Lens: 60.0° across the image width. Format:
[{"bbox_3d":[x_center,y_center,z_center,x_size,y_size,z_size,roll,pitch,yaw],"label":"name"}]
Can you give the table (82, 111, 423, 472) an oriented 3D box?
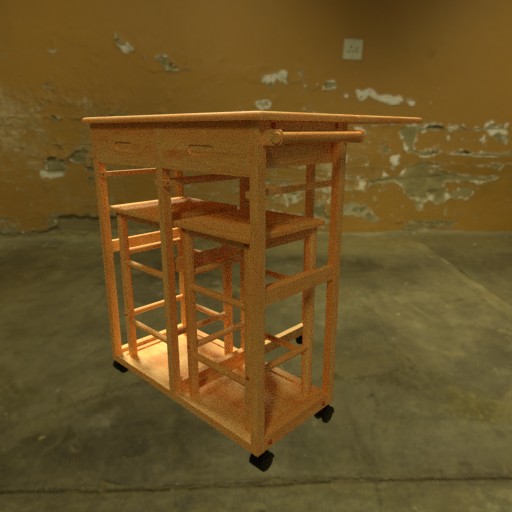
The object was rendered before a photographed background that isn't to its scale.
[{"bbox_3d":[0.000,0.000,1.396,0.752,0.832,0.693,15,22,42],"label":"table"}]
